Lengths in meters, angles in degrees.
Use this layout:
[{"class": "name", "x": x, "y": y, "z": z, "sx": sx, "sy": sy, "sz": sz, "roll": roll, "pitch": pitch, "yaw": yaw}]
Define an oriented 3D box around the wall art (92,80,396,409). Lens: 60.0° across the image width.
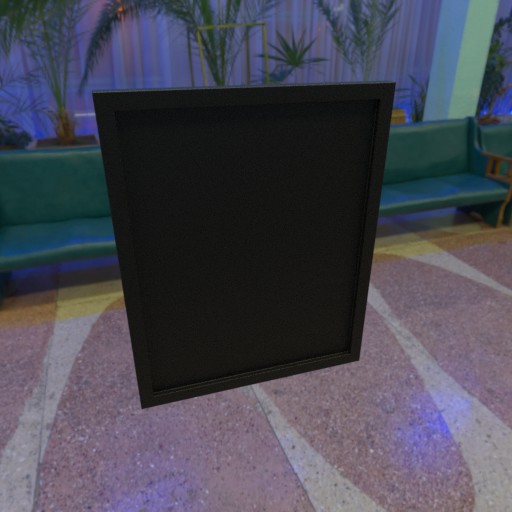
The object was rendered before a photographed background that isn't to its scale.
[{"class": "wall art", "x": 0.000, "y": 0.000, "z": 0.775, "sx": 0.457, "sy": 0.559, "sz": 0.028, "roll": -8, "pitch": 28, "yaw": -16}]
